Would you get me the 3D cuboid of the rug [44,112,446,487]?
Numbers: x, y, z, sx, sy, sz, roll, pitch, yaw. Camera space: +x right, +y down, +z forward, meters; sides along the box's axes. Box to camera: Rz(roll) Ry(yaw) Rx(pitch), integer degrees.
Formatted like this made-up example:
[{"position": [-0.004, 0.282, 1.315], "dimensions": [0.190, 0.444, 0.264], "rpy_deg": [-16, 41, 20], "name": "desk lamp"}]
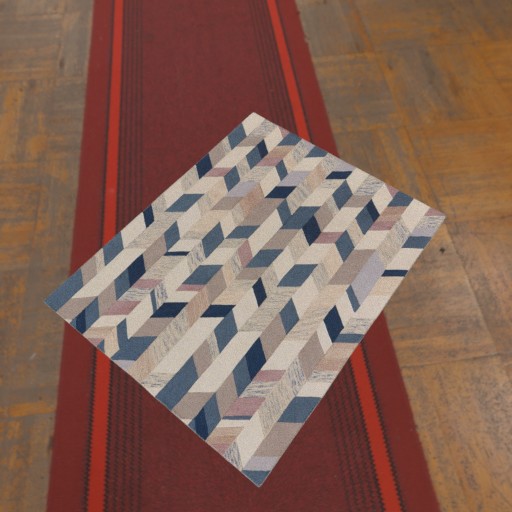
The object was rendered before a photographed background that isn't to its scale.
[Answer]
[{"position": [0.000, 0.000, 4.196], "dimensions": [2.451, 0.011, 3.072], "rpy_deg": [34, 65, 18], "name": "rug"}]
